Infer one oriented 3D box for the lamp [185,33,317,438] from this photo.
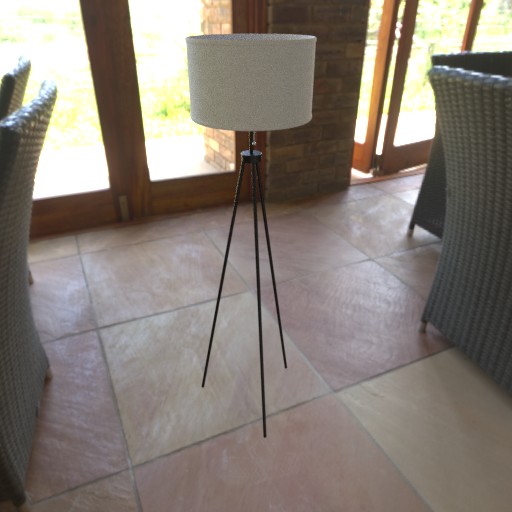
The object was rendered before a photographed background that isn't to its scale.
[{"bbox_3d":[0.000,0.000,1.742,0.448,1.545,0.458,-11,31,-19],"label":"lamp"}]
